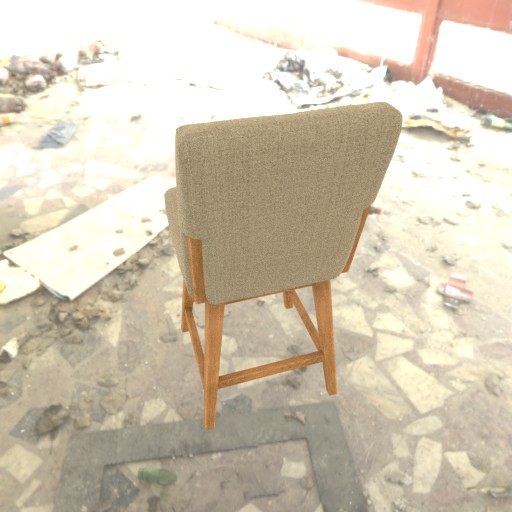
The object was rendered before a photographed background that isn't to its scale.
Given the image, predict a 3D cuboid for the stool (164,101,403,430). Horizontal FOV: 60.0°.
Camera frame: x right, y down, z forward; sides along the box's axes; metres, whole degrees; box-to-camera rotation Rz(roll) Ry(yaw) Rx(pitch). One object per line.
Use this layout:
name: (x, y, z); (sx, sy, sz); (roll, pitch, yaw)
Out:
stool: (0.000, 0.000, 1.283); (0.459, 1.010, 0.526); (-11, 40, -13)
